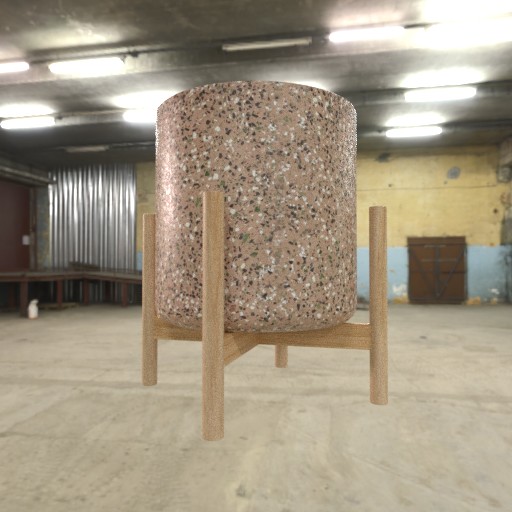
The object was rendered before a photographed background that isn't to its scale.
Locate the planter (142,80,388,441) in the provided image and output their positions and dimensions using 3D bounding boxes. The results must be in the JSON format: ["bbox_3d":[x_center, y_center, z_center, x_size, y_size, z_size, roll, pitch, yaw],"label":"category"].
[{"bbox_3d":[0.000,0.000,0.683,0.360,0.419,0.360,-1,-1,38],"label":"planter"}]
